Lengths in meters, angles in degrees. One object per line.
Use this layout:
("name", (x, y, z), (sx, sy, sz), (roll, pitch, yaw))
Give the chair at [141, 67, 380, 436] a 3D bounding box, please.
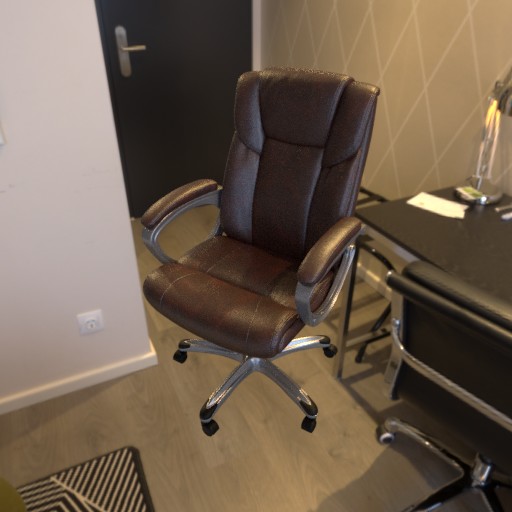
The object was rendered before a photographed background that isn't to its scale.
("chair", (0.000, 0.000, 1.528), (0.656, 1.128, 0.692), (19, 36, 28))
